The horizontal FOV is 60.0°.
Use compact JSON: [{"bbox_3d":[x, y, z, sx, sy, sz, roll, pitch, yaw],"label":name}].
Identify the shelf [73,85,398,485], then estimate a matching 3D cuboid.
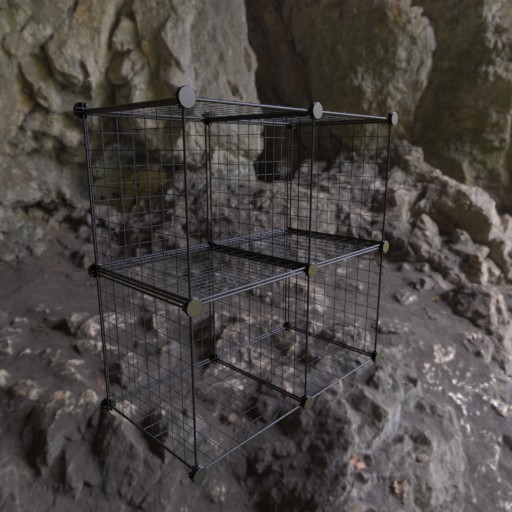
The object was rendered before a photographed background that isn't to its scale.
[{"bbox_3d":[0.000,0.000,1.116,0.356,0.711,0.711,13,18,42],"label":"shelf"}]
